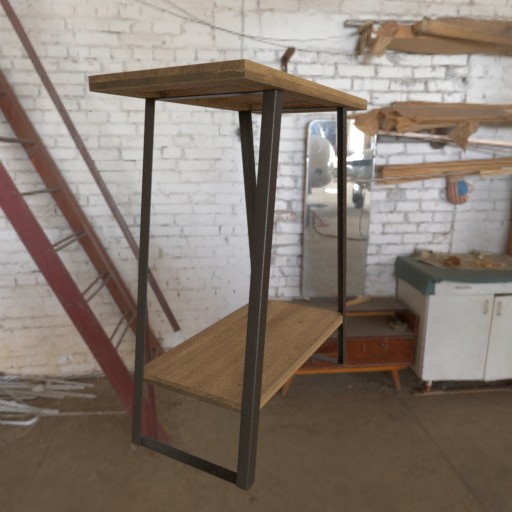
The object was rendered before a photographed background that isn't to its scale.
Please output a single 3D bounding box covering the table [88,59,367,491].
[{"bbox_3d":[0.000,0.000,0.994,0.300,0.701,0.599,7,16,28],"label":"table"}]
